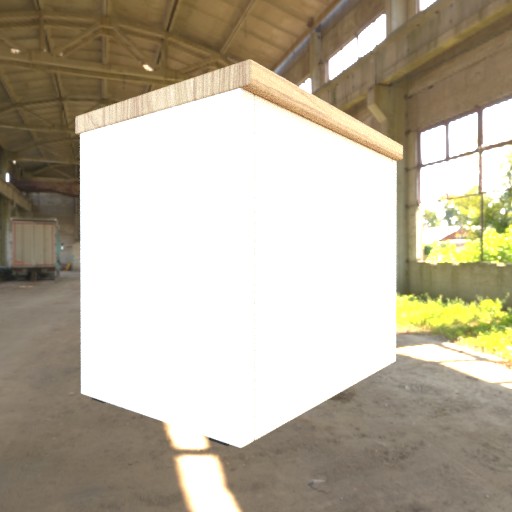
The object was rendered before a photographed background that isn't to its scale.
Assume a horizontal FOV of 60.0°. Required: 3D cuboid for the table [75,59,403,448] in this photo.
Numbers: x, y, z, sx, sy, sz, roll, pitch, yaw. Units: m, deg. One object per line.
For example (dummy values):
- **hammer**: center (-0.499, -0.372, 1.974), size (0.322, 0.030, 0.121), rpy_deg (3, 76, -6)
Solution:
- **table**: center (0.000, 0.000, 0.796), size (0.360, 0.440, 0.500), rpy_deg (0, 1, 37)
